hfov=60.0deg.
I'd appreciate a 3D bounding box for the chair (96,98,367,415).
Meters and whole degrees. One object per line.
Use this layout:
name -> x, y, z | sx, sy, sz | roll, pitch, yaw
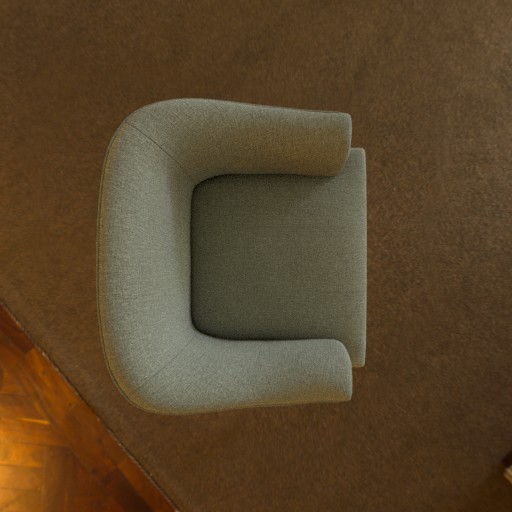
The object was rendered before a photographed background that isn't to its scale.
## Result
chair -> 0.000, 0.000, 1.390 | 0.704, 0.815, 0.798 | 0, 90, 1
